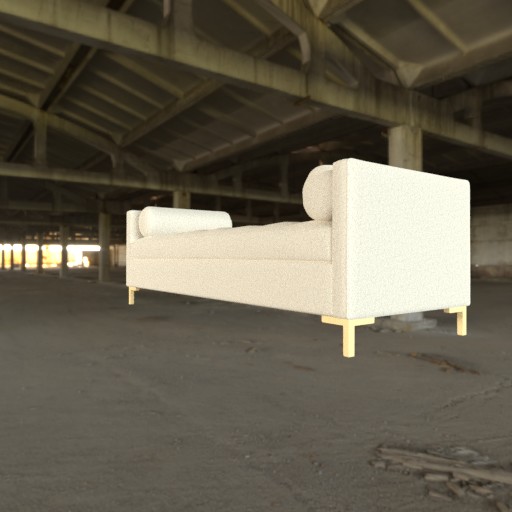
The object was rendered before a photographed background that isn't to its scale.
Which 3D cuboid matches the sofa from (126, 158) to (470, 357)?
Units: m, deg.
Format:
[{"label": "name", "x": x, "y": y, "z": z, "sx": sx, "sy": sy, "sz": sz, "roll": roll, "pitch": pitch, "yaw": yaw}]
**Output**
[{"label": "sofa", "x": 0.000, "y": 0.000, "z": 2.377, "sx": 0.746, "sy": 0.641, "sz": 1.985, "roll": 0, "pitch": 0, "yaw": -36}]
